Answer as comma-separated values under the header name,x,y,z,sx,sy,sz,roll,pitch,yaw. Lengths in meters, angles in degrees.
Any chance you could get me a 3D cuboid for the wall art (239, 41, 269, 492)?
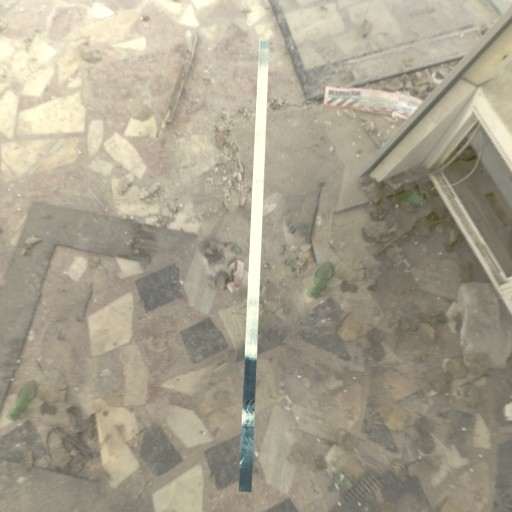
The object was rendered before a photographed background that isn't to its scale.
name,x,y,z,sx,sy,sz,roll,pitch,yaw
wall art,0.000,0.000,1.701,0.037,0.509,1.524,2,75,1
